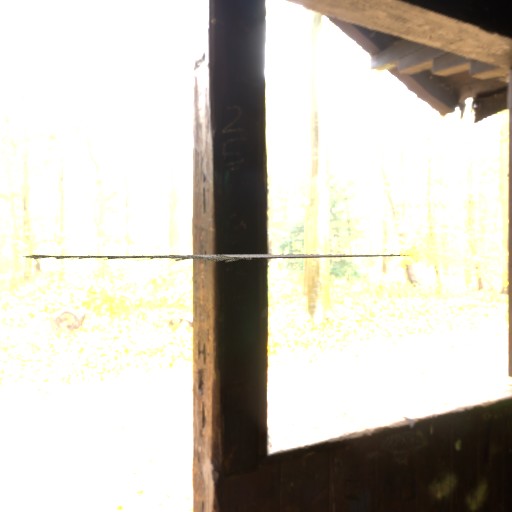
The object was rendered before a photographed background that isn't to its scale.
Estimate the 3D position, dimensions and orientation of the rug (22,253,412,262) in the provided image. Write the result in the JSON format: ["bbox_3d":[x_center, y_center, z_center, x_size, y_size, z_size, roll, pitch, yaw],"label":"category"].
[{"bbox_3d":[0.000,0.000,2.494,1.224,0.027,2.021,0,1,35],"label":"rug"}]
